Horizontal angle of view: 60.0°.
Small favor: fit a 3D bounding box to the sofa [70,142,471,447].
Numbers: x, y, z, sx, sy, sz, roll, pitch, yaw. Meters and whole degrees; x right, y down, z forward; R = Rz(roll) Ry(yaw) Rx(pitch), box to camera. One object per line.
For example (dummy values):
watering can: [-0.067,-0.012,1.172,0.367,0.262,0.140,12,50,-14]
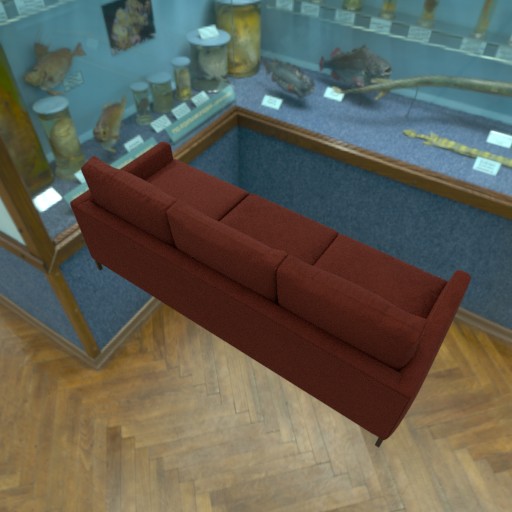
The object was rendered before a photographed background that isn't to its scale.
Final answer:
sofa: [0.000,0.000,2.676,2.252,0.879,0.875,27,53,23]
